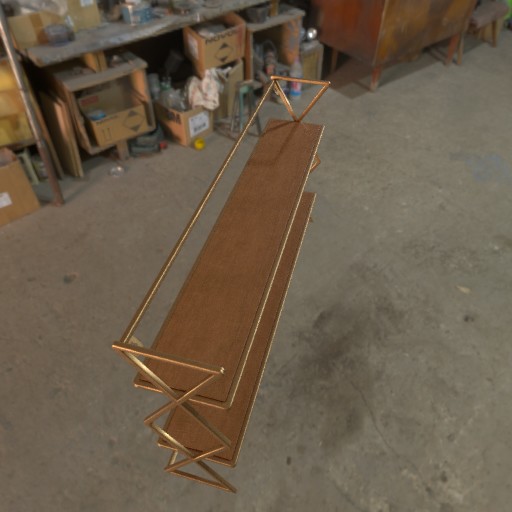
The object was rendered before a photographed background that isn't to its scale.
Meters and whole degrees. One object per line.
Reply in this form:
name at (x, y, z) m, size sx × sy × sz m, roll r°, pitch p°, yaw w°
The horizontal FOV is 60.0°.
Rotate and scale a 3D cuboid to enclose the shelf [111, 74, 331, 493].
shelf at (0.000, 0.000, 0.978) m, size 0.150 × 0.450 × 0.822 m, roll 11°, pitch 47°, yaw 11°
